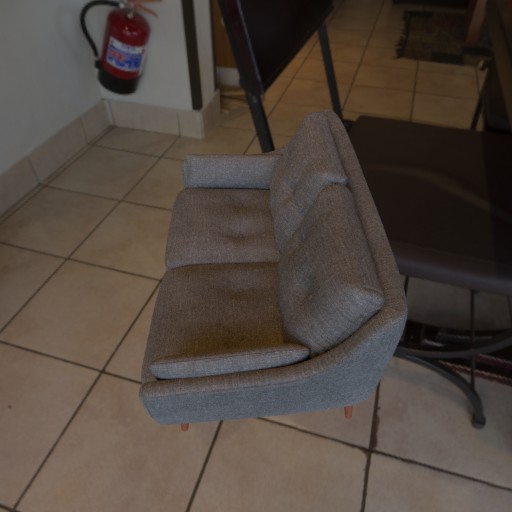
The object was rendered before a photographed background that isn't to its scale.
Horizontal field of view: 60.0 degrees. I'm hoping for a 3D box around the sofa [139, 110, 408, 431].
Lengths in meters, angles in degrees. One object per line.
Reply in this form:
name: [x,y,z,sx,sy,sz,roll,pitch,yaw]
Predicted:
sofa: [0.000,0.000,2.208,0.976,0.887,1.646,-1,42,-1]
